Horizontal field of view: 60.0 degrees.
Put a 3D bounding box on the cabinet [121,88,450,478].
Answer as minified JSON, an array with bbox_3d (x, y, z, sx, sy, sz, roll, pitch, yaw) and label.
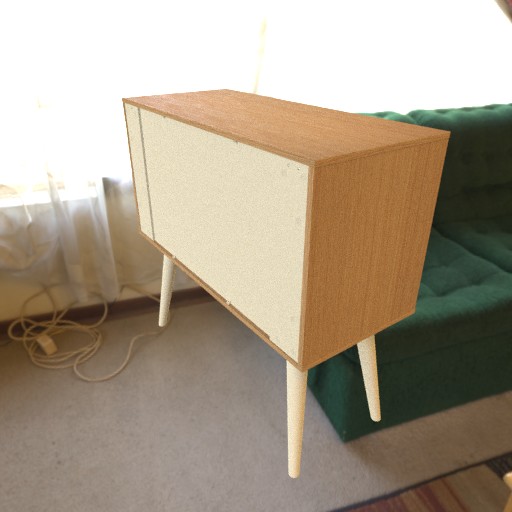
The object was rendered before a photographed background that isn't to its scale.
[{"bbox_3d":[0.000,0.000,1.614,0.470,1.016,1.057,-18,33,-31],"label":"cabinet"}]
